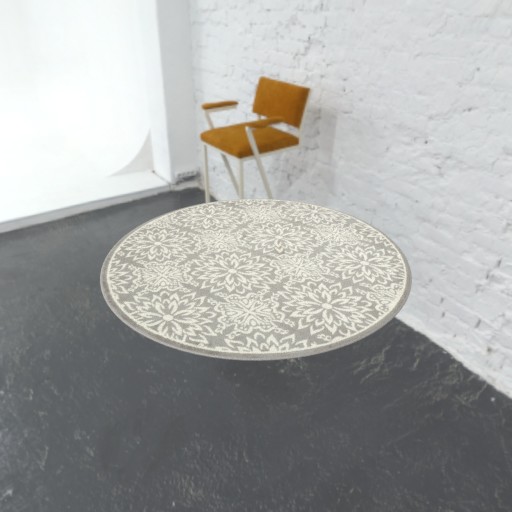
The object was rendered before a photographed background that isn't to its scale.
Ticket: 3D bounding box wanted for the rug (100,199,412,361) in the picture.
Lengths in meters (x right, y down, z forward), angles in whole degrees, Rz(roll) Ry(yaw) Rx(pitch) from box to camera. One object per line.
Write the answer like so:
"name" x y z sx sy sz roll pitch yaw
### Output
"rug" 0.000 0.000 2.368 1.593 0.012 1.593 0 30 0
